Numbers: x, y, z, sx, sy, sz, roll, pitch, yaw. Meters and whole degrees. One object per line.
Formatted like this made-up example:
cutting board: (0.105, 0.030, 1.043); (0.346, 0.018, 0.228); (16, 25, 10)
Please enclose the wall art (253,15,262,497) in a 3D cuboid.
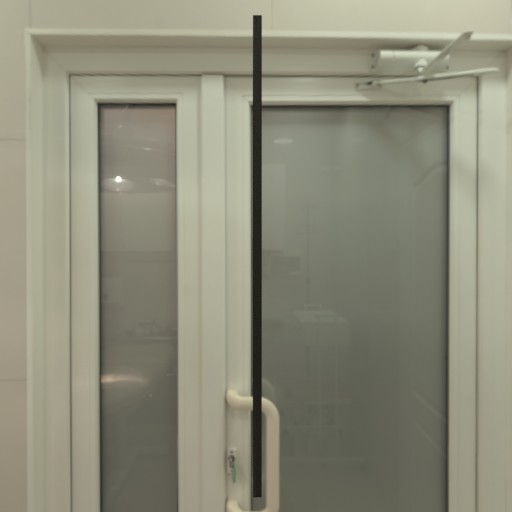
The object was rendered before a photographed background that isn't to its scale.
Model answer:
wall art: (0.000, 0.000, 0.833); (0.012, 0.661, 0.451); (0, 0, 0)
